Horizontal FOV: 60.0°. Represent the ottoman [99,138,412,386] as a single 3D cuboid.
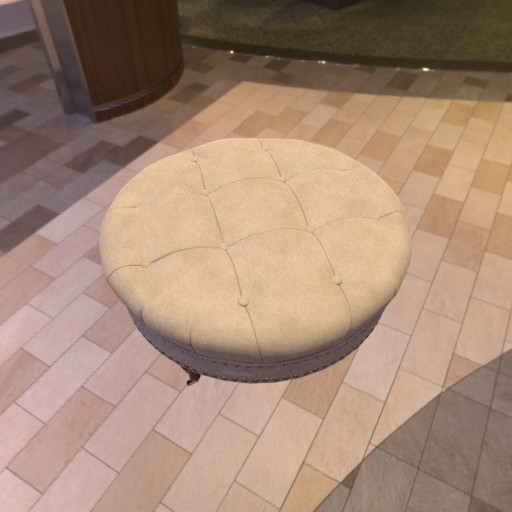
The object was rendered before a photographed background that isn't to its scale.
[{"bbox_3d":[0.000,0.000,1.418,0.901,0.439,0.901,0,46,0],"label":"ottoman"}]
